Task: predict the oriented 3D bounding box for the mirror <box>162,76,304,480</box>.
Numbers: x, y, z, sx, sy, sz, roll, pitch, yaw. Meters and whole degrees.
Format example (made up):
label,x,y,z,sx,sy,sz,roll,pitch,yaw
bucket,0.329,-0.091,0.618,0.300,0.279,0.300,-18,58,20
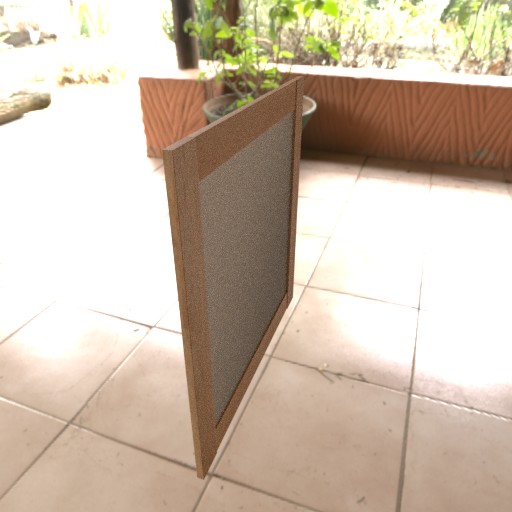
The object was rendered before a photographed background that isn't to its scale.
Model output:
label,x,y,z,sx,sy,sz,roll,pitch,yaw
mirror,0.000,0.000,1.191,0.020,0.800,0.800,10,31,17
